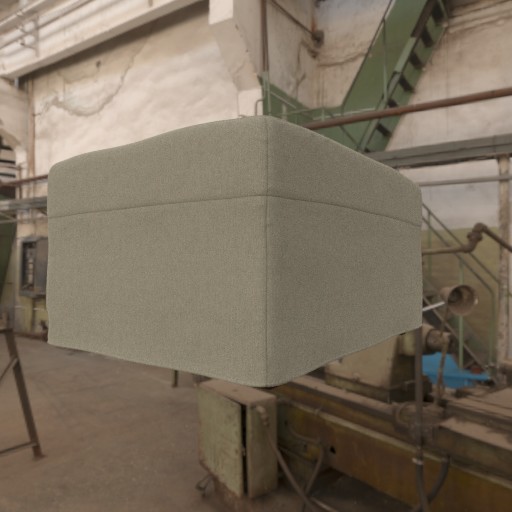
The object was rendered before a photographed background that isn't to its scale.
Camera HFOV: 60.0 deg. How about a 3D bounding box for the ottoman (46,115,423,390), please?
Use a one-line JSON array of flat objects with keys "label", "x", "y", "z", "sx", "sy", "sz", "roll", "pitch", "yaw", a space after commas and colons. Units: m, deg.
[{"label": "ottoman", "x": 0.000, "y": 0.000, "z": 1.186, "sx": 0.648, "sy": 0.461, "sz": 0.833, "roll": 0, "pitch": -1, "yaw": 36}]
